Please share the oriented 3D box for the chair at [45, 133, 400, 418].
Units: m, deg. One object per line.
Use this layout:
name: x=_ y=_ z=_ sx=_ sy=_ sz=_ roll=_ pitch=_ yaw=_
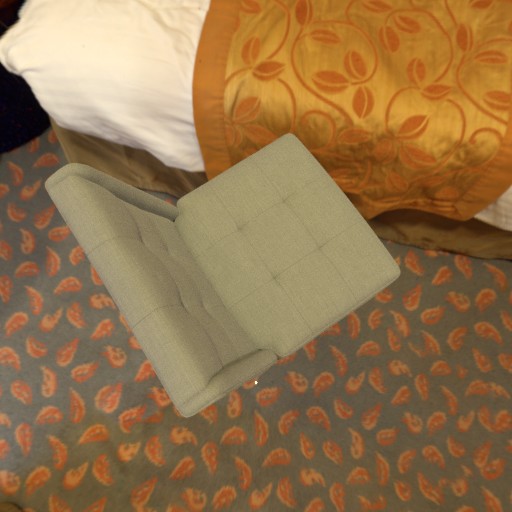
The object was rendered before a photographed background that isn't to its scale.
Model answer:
chair: x=0.000 y=0.000 z=1.277 sx=0.676 sy=0.853 sz=0.569 roll=-33 pitch=77 yaw=-9
